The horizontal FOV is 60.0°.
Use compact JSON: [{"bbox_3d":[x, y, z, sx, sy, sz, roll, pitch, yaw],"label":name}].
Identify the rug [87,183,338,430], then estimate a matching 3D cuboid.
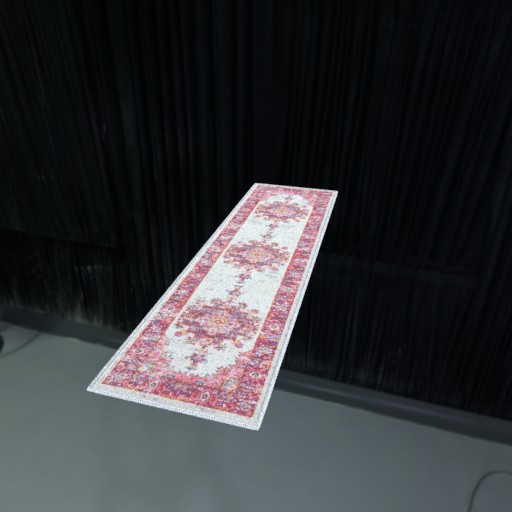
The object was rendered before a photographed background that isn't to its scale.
[{"bbox_3d":[0.000,0.000,2.523,0.666,0.011,2.294,8,30,14],"label":"rug"}]
